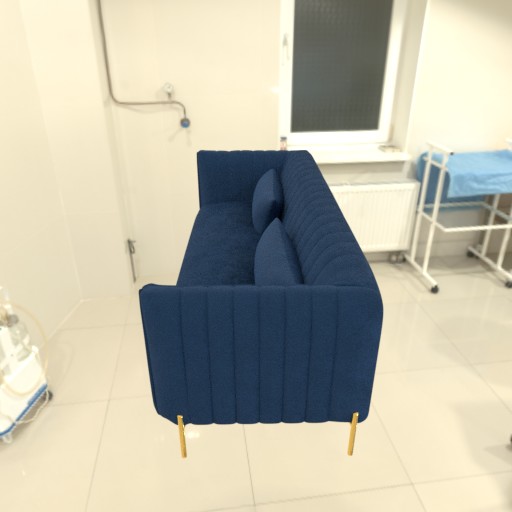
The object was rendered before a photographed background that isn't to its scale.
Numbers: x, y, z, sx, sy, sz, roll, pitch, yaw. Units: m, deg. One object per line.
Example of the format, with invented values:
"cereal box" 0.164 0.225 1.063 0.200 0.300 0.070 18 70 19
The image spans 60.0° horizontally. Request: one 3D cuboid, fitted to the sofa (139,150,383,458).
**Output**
"sofa" 0.000 0.000 2.591 0.896 0.793 2.136 0 27 -1
